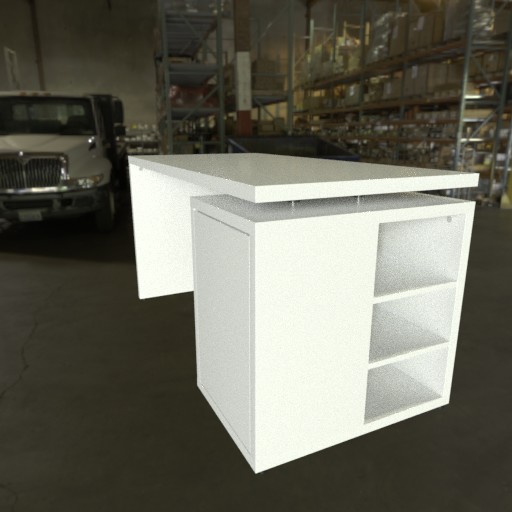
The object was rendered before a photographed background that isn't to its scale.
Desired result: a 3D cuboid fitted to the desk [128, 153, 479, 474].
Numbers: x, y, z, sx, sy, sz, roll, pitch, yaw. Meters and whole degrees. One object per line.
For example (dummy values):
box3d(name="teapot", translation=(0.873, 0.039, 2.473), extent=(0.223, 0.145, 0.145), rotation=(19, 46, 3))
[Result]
box3d(name="desk", translation=(0.000, 0.000, 1.784), extent=(0.690, 0.740, 1.400), rotation=(-8, 17, -25))
